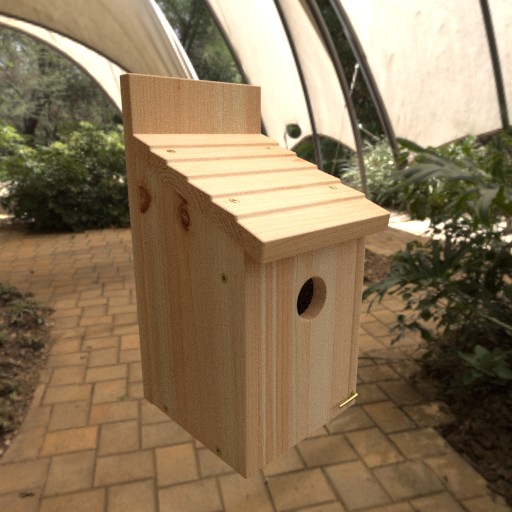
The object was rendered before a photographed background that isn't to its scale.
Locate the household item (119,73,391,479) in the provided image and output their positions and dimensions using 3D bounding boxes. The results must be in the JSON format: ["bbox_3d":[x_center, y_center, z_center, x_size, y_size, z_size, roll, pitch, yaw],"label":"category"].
[{"bbox_3d":[0.000,0.000,0.390,0.149,0.300,0.171,-14,21,-42],"label":"household item"}]
